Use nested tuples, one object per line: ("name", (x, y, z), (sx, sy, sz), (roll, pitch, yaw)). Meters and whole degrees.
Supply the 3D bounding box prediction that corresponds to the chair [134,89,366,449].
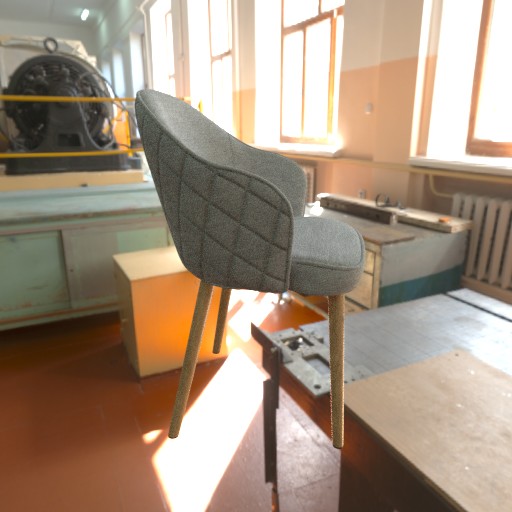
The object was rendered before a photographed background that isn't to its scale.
("chair", (0.000, 0.000, 1.129), (0.530, 0.800, 0.540), (3, 17, 9))
